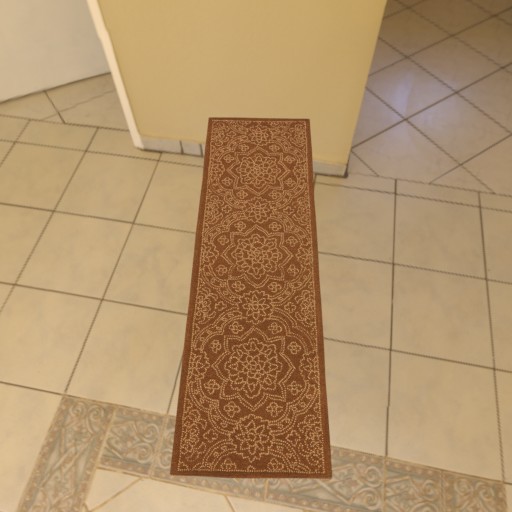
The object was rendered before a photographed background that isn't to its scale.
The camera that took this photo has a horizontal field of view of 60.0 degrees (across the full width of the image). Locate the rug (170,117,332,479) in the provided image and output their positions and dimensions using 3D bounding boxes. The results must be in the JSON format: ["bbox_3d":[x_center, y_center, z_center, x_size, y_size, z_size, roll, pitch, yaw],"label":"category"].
[{"bbox_3d":[0.000,0.000,2.719,0.769,0.012,2.448,1,59,1],"label":"rug"}]
